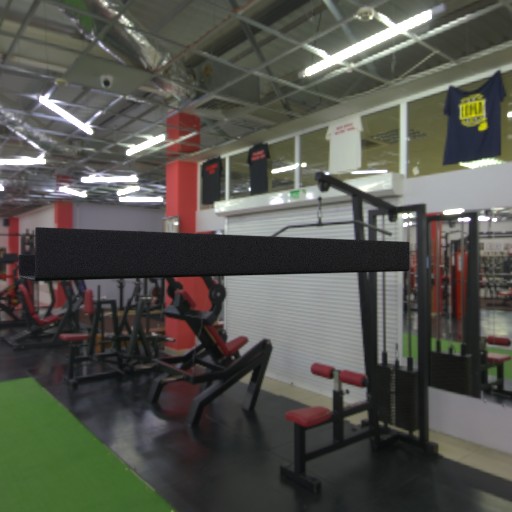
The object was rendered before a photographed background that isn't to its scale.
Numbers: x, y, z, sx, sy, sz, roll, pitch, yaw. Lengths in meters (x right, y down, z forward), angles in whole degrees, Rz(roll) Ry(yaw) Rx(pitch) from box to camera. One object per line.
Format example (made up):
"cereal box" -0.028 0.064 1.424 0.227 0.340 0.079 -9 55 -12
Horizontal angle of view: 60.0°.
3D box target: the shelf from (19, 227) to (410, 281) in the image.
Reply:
"shelf" 0.000 0.000 0.649 0.605 0.053 0.102 0 -1 -36
